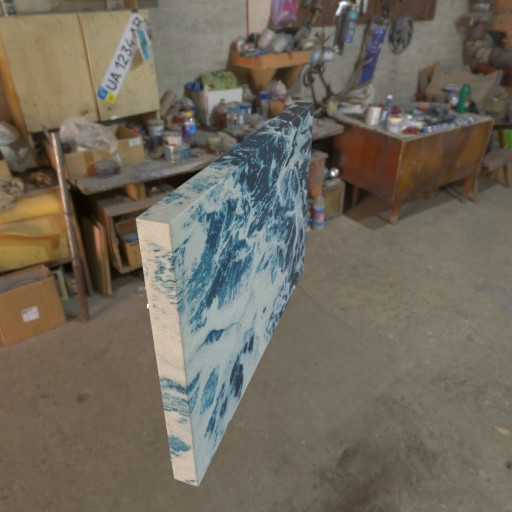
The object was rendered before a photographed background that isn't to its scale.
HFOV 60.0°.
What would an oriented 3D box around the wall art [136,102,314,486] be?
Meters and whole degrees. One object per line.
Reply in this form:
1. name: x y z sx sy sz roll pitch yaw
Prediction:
1. wall art: 0.000 0.000 0.770 0.043 0.407 0.609 10 31 17
